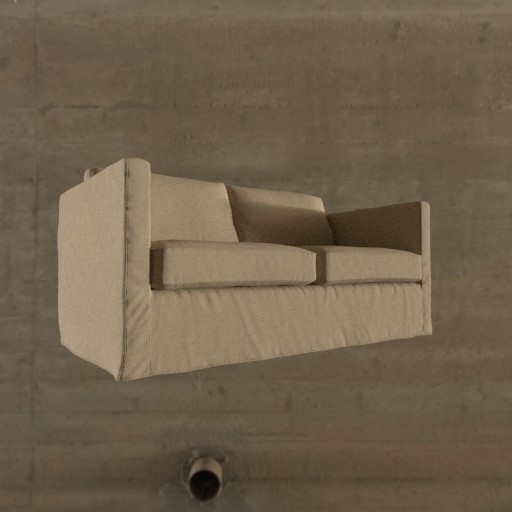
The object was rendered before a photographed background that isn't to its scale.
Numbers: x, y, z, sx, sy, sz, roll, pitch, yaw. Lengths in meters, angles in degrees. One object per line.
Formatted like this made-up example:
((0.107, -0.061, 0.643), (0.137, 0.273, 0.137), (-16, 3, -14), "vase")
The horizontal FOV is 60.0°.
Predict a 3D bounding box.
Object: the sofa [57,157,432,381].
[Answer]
((0.000, 0.000, 2.258), (1.719, 0.835, 0.962), (1, -2, -36), "sofa")
